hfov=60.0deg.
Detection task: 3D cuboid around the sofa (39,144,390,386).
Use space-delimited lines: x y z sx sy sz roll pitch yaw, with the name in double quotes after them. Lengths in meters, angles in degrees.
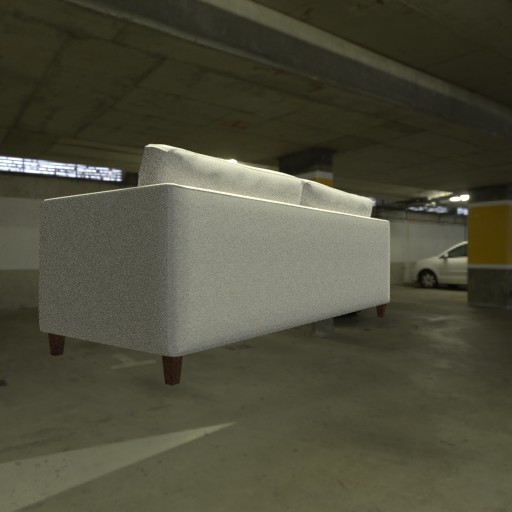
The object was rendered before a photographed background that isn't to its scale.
0.000 0.000 2.822 0.951 0.962 2.361 0 0 36 "sofa"
